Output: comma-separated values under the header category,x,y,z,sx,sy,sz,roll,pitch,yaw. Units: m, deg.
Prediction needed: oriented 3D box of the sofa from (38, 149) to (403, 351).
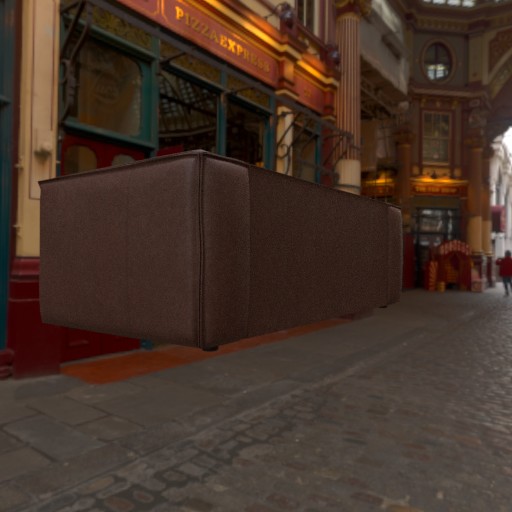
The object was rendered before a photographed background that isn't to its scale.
category,x,y,z,sx,sy,sz,roll,pitch,yaw
sofa,0.000,0.000,2.575,1.102,0.703,2.088,0,-1,36
